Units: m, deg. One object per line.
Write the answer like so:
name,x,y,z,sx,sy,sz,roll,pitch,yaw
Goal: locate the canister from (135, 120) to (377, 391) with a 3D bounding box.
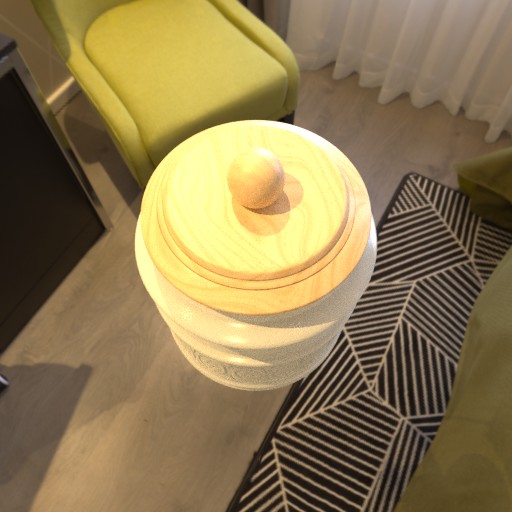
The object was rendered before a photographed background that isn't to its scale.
canister,0.000,0.000,0.265,0.130,0.176,0.130,0,62,0
